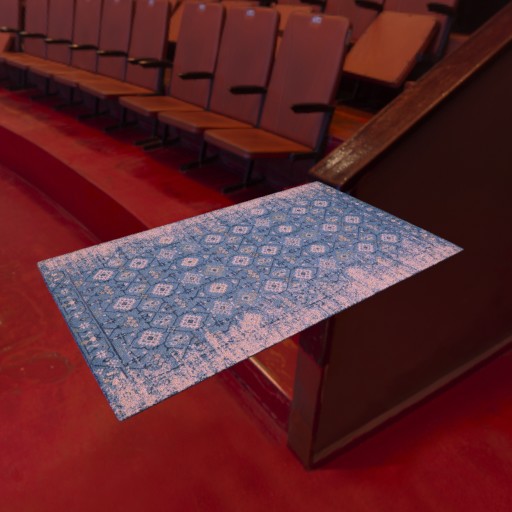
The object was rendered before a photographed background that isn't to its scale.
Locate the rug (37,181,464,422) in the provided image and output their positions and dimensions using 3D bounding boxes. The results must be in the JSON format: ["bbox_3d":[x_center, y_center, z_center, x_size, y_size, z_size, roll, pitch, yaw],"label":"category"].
[{"bbox_3d":[0.000,0.000,2.162,1.795,0.008,1.102,-20,37,-29],"label":"rug"}]
